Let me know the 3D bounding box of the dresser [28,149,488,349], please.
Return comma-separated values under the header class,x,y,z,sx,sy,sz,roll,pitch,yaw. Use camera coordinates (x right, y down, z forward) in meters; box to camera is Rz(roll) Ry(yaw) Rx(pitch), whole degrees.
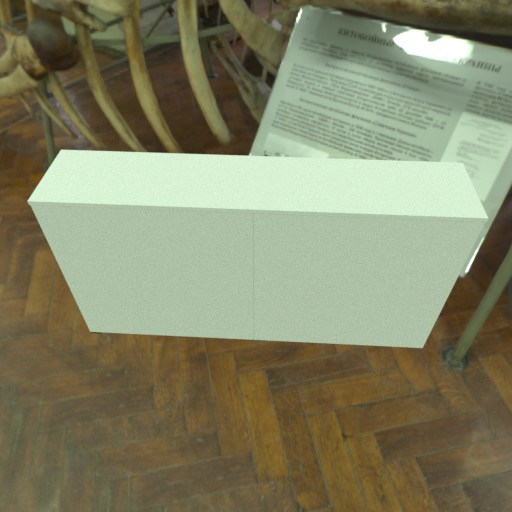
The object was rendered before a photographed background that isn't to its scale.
class,x,y,z,sx,sy,sz,roll,pitch,yaw
dresser,0.000,0.000,1.874,1.535,0.790,0.333,2,46,2
